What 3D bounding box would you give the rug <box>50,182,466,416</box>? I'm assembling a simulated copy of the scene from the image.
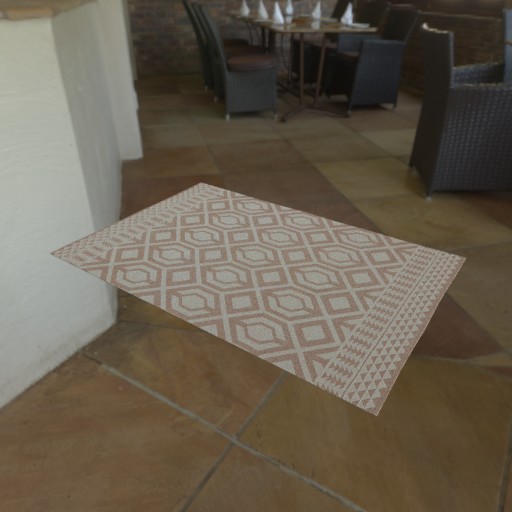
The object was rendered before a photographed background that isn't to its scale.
[{"bbox_3d":[0.000,0.000,2.342,1.829,0.008,1.219,20,36,29],"label":"rug"}]
